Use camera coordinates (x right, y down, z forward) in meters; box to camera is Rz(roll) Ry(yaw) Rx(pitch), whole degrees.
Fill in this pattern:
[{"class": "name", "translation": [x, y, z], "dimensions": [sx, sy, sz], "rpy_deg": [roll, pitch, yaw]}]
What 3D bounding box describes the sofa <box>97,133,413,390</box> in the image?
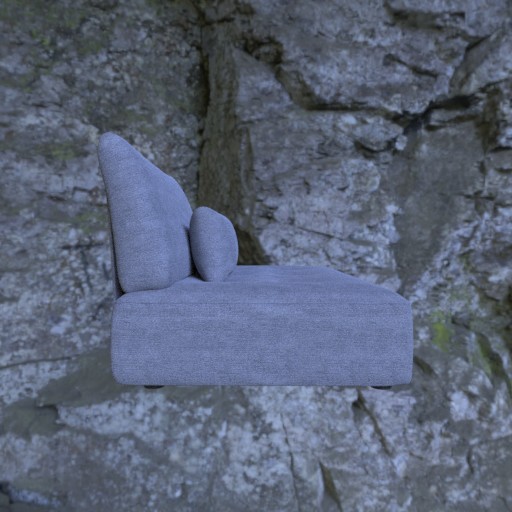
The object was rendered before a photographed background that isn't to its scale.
[{"class": "sofa", "translation": [0.000, 0.000, 2.073], "dimensions": [1.002, 0.820, 1.450], "rpy_deg": [0, 2, 1]}]
